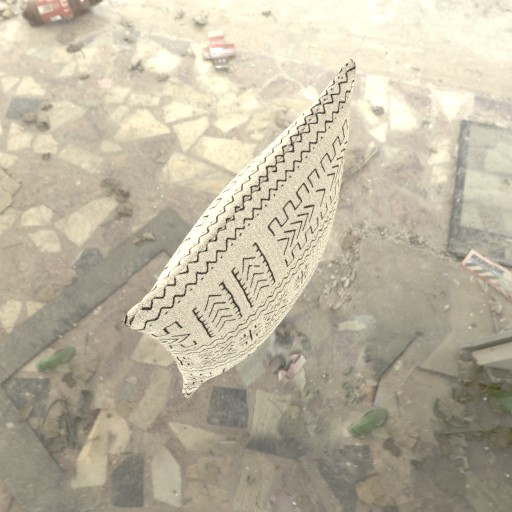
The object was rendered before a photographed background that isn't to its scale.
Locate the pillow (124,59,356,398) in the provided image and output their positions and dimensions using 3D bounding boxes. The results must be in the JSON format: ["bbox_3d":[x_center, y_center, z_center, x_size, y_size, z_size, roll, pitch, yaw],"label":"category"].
[{"bbox_3d":[0.000,0.000,0.683,0.164,0.430,0.438,33,68,15],"label":"pillow"}]
